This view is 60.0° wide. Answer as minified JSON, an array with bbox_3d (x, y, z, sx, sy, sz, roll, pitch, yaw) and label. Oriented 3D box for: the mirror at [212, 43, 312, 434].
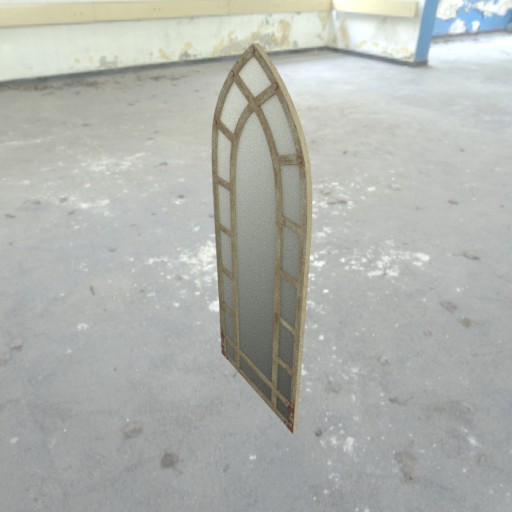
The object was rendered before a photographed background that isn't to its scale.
[{"bbox_3d":[0.000,0.000,1.348,0.025,1.175,0.464,-20,38,-29],"label":"mirror"}]
